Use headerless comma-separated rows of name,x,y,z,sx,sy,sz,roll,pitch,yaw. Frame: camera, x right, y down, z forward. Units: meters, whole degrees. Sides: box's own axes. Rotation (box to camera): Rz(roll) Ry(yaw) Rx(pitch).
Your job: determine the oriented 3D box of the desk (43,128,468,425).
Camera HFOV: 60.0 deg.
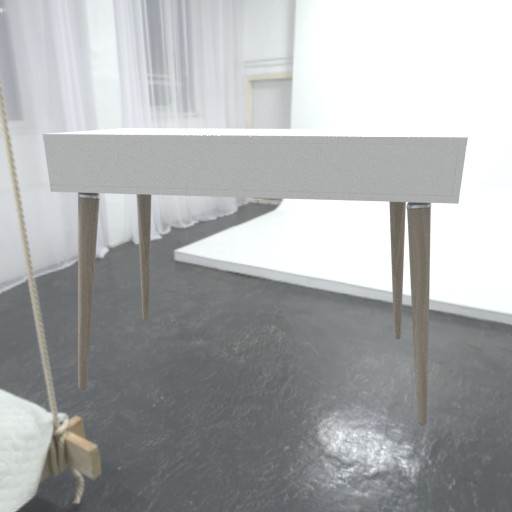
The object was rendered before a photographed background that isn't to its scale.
desk,0.000,0.000,1.337,0.979,0.723,0.491,3,18,9
